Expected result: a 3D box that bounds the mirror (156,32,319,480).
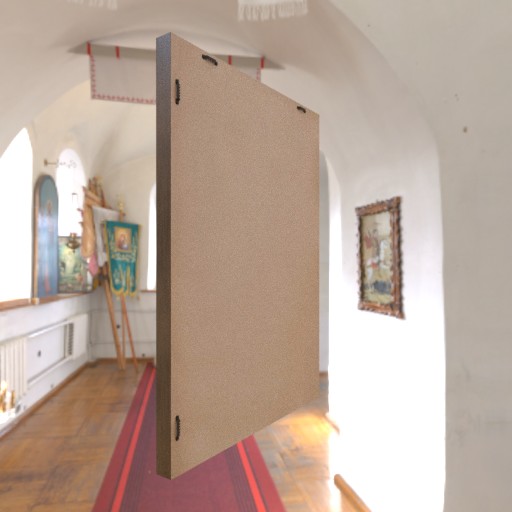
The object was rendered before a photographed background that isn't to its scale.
[{"bbox_3d":[0.000,0.000,0.917,0.040,0.710,0.507,0,0,35],"label":"mirror"}]
